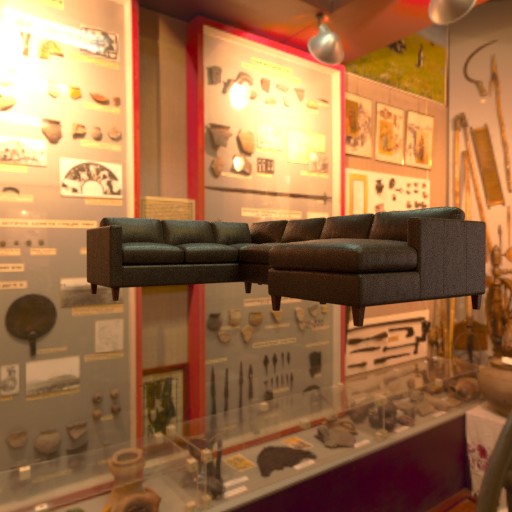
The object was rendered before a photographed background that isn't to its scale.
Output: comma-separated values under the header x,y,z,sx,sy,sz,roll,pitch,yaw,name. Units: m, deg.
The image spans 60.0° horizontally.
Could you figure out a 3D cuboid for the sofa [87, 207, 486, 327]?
x,y,z,sx,sy,sz,roll,pitch,yaw,name
0.000,0.000,4.417,2.452,0.891,3.324,-1,1,-35,sofa
